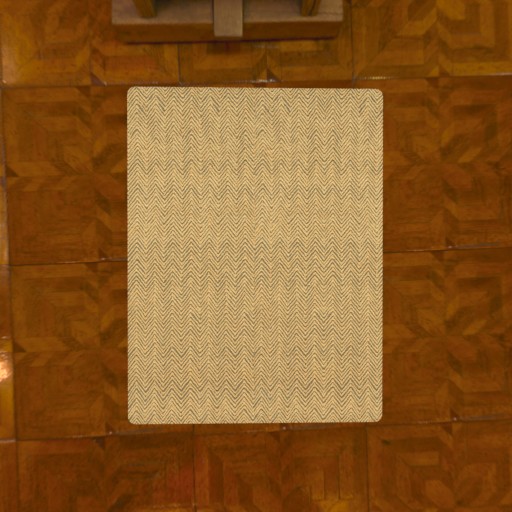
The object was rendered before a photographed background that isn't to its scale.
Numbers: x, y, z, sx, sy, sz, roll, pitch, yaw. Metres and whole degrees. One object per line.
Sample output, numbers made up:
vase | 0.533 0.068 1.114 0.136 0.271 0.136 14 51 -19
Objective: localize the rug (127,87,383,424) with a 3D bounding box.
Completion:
rug | 0.000 0.000 4.244 2.439 0.014 3.207 0 90 -1
